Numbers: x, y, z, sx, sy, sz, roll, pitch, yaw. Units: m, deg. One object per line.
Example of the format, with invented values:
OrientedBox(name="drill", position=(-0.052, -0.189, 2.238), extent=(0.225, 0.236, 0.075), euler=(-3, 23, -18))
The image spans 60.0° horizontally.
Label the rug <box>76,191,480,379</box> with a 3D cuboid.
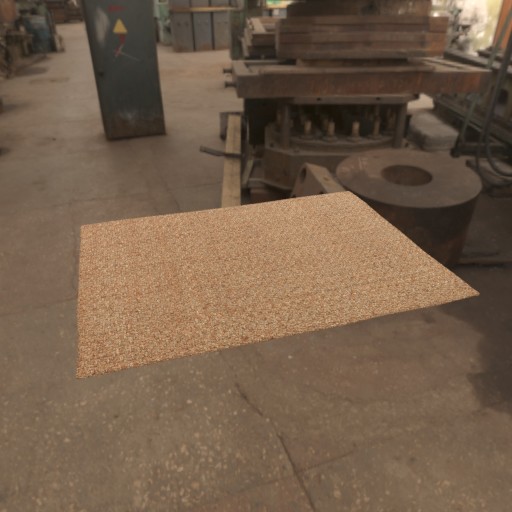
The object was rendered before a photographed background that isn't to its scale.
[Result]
OrientedBox(name="rug", position=(0.000, 0.000, 2.816), extent=(2.141, 0.013, 1.566), euler=(-9, 32, -15))
